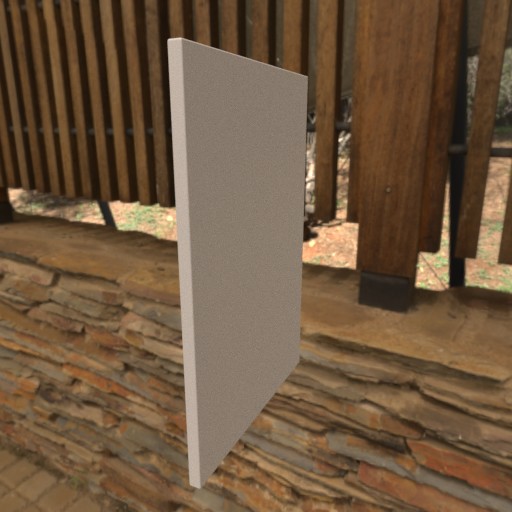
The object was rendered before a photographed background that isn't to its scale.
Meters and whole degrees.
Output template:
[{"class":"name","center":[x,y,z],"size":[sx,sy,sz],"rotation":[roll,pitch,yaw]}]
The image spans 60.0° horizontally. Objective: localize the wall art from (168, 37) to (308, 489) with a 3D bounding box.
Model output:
[{"class":"wall art","center":[0.000,0.000,1.008],"size":[0.026,0.813,0.556],"rotation":[8,18,25]}]
